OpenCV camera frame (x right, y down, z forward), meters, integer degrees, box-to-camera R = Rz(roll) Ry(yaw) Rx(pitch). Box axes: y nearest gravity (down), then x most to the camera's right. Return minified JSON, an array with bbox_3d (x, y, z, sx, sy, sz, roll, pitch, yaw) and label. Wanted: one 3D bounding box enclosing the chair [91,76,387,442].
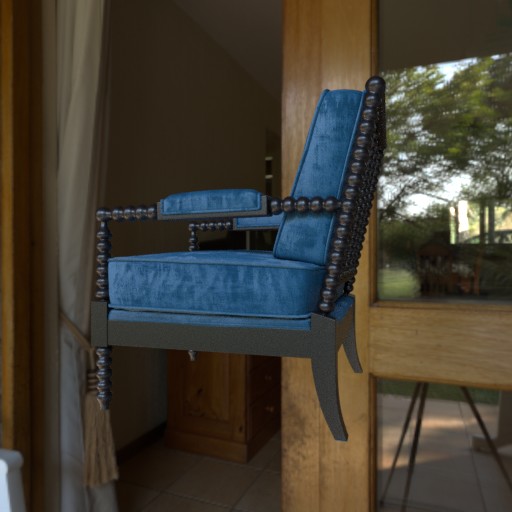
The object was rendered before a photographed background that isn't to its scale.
[{"bbox_3d":[0.000,0.000,1.424,0.805,0.857,0.688,0,0,17],"label":"chair"}]
